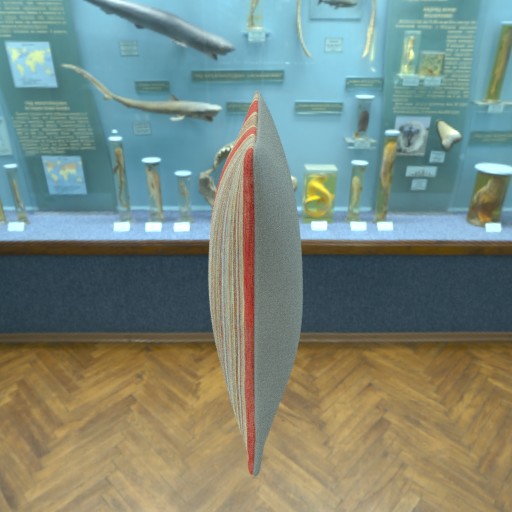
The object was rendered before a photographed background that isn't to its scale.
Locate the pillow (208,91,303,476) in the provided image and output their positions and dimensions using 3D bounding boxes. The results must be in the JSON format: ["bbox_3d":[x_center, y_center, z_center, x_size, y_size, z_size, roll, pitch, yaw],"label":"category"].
[{"bbox_3d":[0.000,0.000,0.661,0.136,0.419,0.437,0,27,1],"label":"pillow"}]
